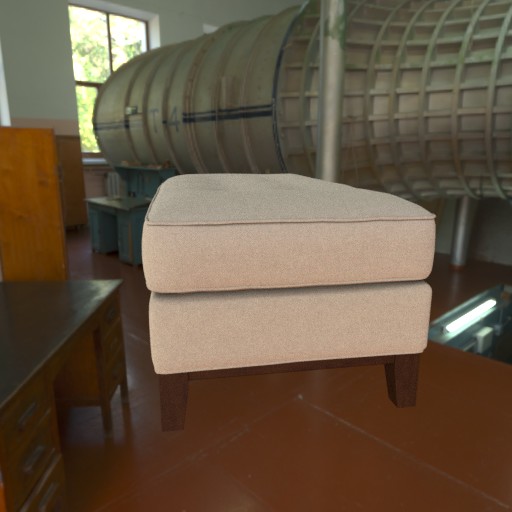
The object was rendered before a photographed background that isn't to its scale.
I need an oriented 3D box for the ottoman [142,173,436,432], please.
[{"bbox_3d":[0.000,0.000,1.476,0.648,0.508,1.143,-2,14,-9],"label":"ottoman"}]
